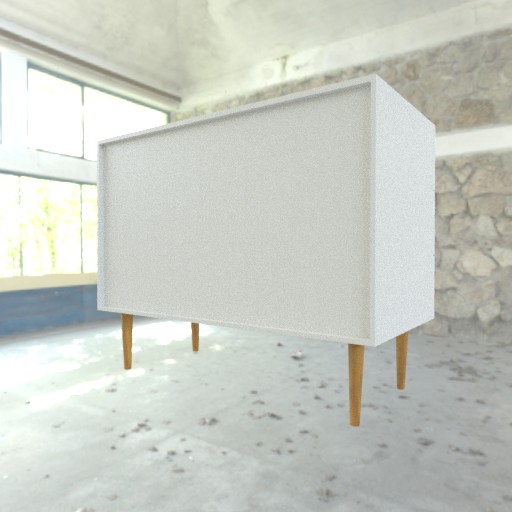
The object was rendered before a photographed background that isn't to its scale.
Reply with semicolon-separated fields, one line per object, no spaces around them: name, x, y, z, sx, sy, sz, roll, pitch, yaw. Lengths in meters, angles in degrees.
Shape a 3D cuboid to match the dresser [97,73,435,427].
dresser;0.000;0.000;1.315;0.905;0.721;0.457;1;1;36
